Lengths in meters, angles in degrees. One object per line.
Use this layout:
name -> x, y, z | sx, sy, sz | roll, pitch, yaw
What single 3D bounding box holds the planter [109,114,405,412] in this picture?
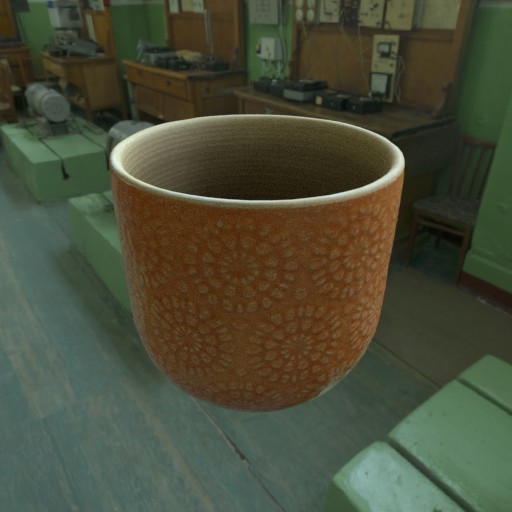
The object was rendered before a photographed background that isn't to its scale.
planter -> 0.000, 0.000, 0.288 | 0.170, 0.152, 0.170 | 0, 30, 0
